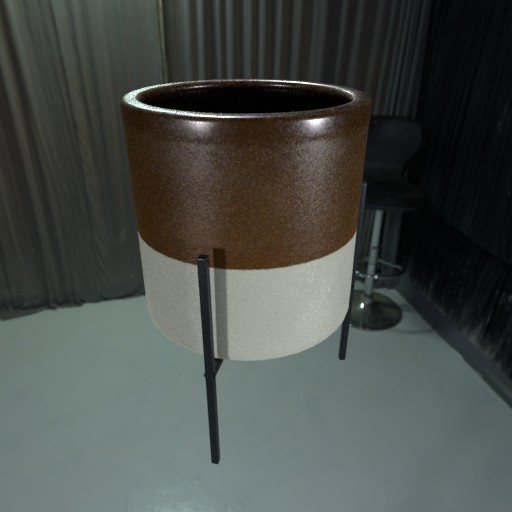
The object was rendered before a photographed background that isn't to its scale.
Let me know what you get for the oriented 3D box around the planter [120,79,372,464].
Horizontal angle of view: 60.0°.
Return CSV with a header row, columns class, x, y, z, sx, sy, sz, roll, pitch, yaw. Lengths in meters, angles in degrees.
class,x,y,z,sx,sy,sz,roll,pitch,yaw
planter,0.000,0.000,0.537,0.269,0.375,0.255,-8,29,-14
